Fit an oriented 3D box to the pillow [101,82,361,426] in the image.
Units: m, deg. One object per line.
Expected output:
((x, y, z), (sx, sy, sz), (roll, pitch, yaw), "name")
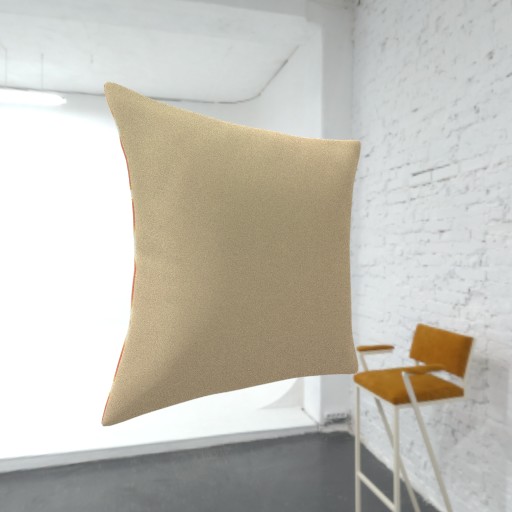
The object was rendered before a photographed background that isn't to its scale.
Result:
((0.000, 0.000, 0.810), (0.552, 0.508, 0.166), (0, -1, -36), "pillow")
